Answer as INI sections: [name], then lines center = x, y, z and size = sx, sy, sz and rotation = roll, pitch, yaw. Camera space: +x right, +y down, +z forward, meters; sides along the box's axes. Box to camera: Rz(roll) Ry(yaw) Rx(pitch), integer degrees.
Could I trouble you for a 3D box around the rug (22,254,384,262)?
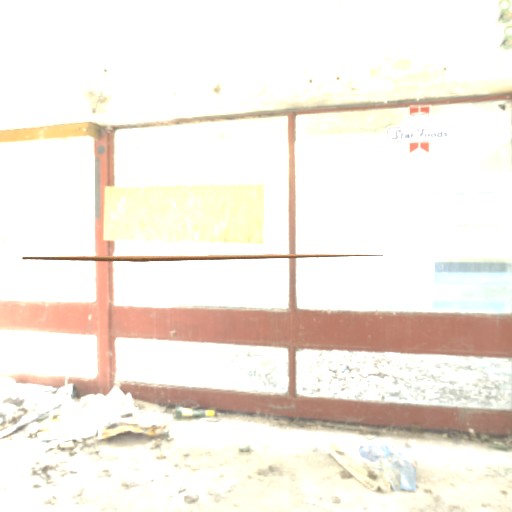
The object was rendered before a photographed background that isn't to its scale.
[rug]
center = 0.000, 0.000, 2.679
size = 0.764, 0.017, 2.439
rotation = 0, 1, 35
